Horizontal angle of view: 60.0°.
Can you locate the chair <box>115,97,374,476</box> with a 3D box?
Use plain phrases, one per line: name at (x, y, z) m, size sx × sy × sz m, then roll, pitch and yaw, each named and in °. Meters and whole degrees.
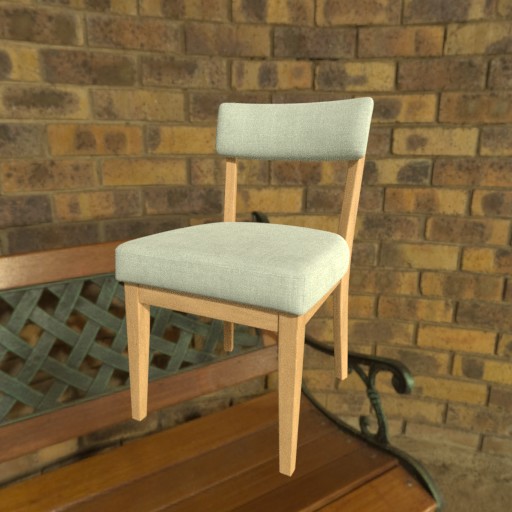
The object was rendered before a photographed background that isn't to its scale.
chair at (0.000, 0.000, 1.205) m, size 0.508 × 0.832 × 0.572 m, roll 8°, pitch 17°, yaw 26°
